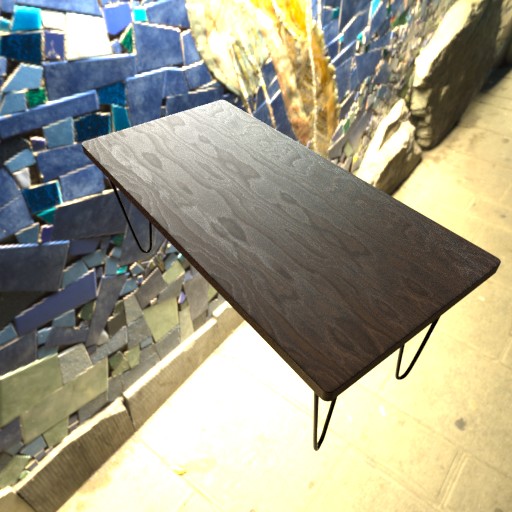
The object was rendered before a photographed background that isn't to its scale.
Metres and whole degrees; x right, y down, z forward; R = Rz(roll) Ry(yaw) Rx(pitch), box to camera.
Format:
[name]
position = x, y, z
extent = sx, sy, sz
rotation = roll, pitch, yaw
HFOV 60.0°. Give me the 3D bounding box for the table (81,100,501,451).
[table]
position = 0.000, 0.000, 2.181
extent = 0.883, 0.753, 1.791
rotation = -27, 49, -27
